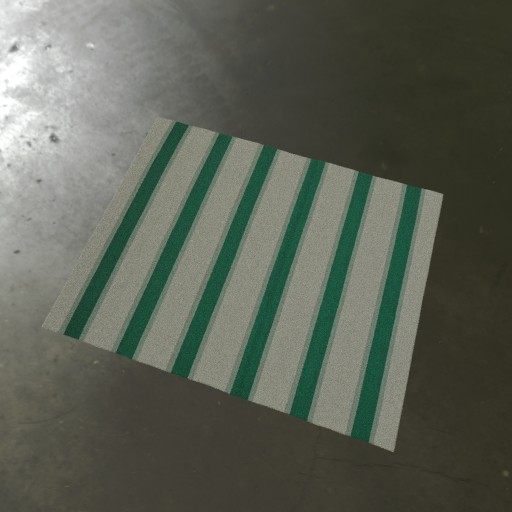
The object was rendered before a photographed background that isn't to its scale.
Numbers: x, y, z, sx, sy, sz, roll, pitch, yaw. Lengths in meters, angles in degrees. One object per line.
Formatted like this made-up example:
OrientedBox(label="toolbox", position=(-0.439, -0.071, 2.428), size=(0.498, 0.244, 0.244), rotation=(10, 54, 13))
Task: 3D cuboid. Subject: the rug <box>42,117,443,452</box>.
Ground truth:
OrientedBox(label="rug", position=(0.000, 0.000, 4.051), size=(3.041, 0.019, 2.434), rotation=(17, 67, 8))
